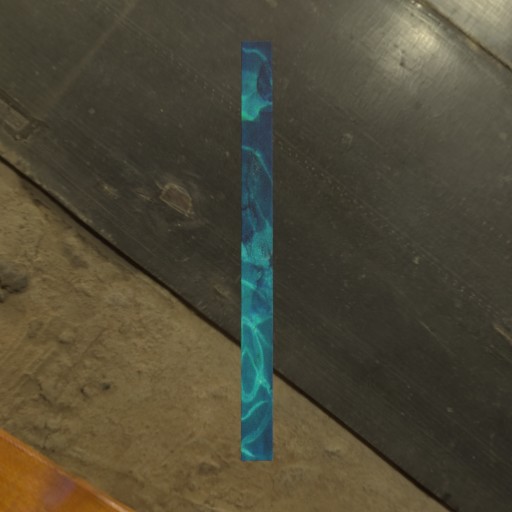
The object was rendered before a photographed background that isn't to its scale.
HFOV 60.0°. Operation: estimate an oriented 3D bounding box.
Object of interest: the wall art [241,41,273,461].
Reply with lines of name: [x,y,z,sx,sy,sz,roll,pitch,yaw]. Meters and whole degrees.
wall art: [0.000,0.000,0.853,0.038,0.635,0.508,0,88,0]
